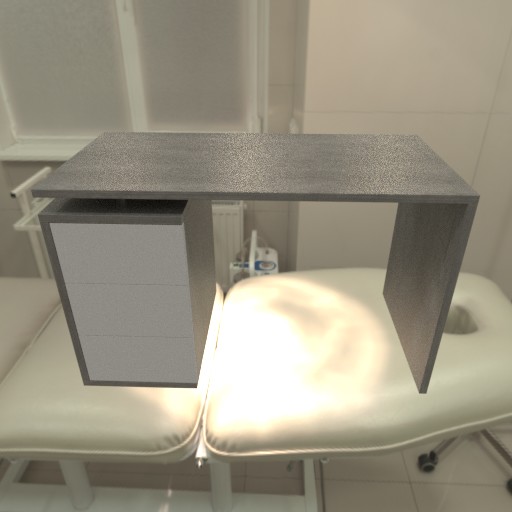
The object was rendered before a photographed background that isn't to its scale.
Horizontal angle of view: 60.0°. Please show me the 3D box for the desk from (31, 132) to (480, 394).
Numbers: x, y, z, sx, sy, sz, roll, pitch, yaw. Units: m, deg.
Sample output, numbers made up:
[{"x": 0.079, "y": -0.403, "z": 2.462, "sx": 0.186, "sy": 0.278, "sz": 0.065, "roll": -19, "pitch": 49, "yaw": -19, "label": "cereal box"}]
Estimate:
[{"x": 0.000, "y": 0.000, "z": 1.626, "sx": 1.200, "sy": 0.740, "sz": 0.600, "roll": 1, "pitch": 30, "yaw": 2, "label": "desk"}]
